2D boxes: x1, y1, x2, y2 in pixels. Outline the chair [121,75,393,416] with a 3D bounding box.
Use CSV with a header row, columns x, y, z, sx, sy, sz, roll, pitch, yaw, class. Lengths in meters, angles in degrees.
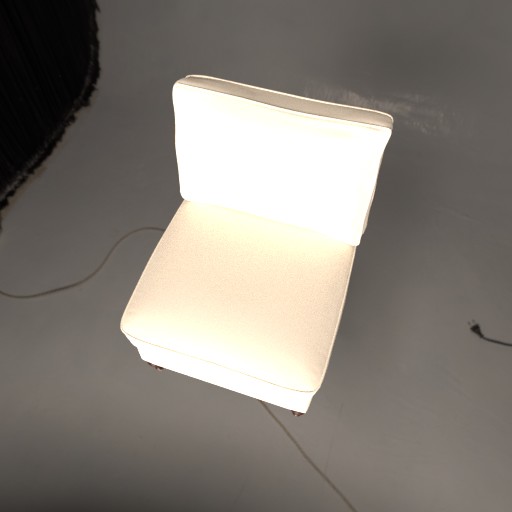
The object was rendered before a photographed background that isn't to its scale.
x,y,z,sx,sy,sz,roll,pitch,yaw,class
0.000,0.000,1.440,0.630,0.887,0.781,16,59,10,chair
